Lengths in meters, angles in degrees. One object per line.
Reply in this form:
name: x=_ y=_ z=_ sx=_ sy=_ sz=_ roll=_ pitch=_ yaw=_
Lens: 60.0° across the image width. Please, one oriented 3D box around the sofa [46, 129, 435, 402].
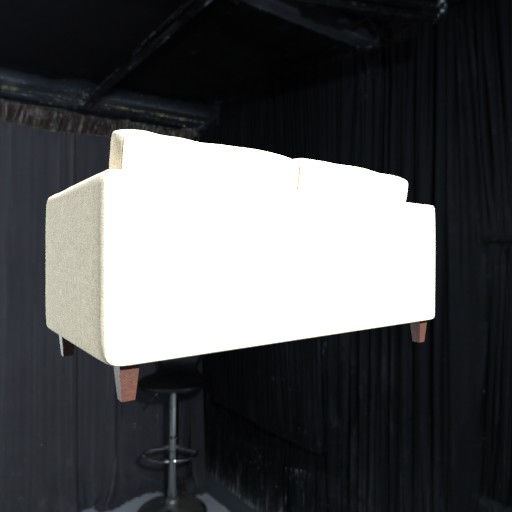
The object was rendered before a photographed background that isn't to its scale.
sofa: x=0.000 y=0.000 z=2.328 sx=1.884 sy=0.963 sz=0.950 roll=0 pitch=0 yaw=-36
